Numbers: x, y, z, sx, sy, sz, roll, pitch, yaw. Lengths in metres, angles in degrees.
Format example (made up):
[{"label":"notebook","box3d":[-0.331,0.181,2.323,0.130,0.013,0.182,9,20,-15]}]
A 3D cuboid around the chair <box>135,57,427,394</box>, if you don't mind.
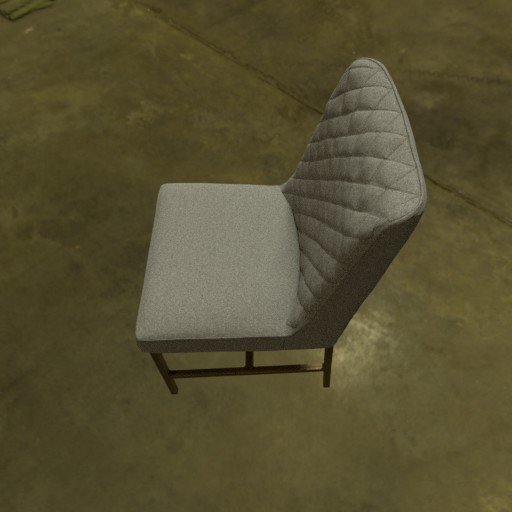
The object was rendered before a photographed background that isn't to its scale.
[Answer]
[{"label":"chair","box3d":[0.000,0.000,1.190,0.587,0.889,0.508,0,56,0]}]
